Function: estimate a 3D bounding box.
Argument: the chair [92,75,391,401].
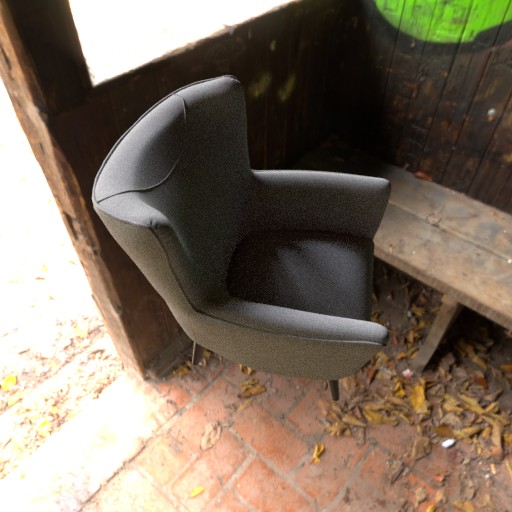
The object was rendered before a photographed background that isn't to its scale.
[{"bbox_3d":[0.000,0.000,1.576,0.888,0.933,0.781,9,48,8],"label":"chair"}]
